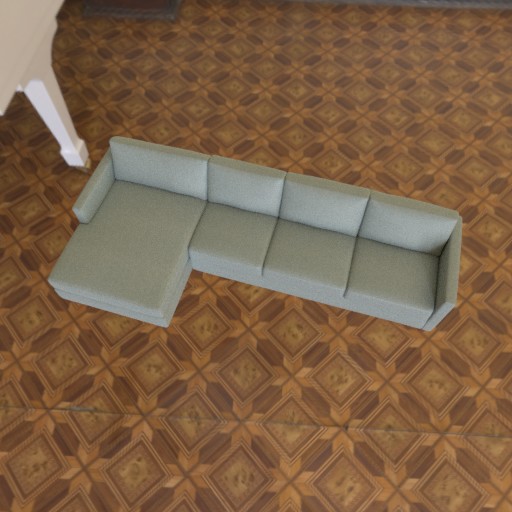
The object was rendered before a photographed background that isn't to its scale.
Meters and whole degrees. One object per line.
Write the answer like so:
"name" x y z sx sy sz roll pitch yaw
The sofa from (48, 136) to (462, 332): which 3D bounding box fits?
"sofa" 0.000 0.000 4.107 3.470 0.953 1.600 14 61 8
